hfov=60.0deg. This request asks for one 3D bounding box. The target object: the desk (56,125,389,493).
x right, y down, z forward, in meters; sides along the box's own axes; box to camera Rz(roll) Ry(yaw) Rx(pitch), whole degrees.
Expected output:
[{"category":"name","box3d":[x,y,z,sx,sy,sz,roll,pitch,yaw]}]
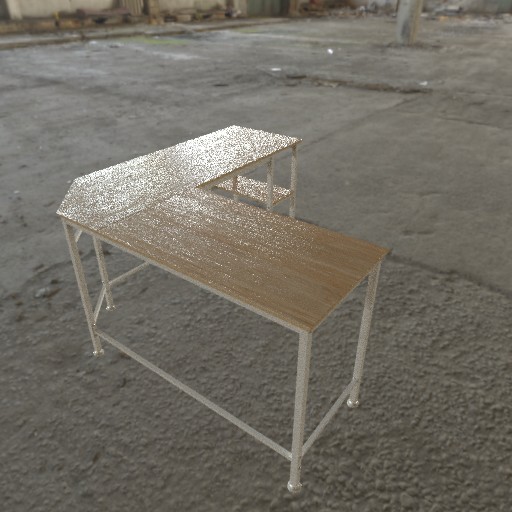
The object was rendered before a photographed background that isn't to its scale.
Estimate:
[{"category":"desk","box3d":[0.000,0.000,2.135,1.379,0.739,1.379,21,37,31]}]
